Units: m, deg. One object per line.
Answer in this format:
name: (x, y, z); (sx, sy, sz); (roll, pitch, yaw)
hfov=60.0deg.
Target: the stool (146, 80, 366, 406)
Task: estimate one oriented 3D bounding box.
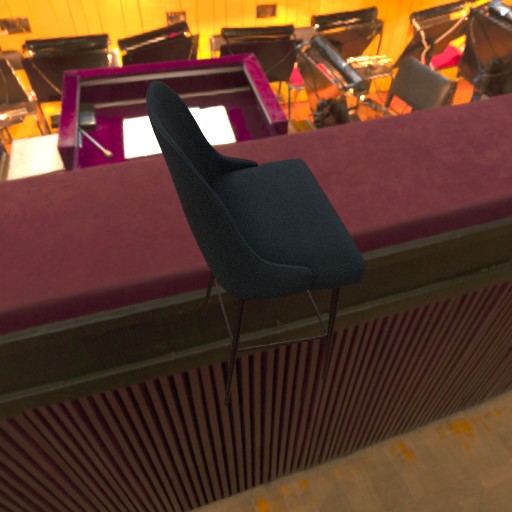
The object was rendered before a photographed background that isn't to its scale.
stool: (0.000, 0.000, 1.394); (0.489, 1.079, 0.527); (-12, 48, -11)
